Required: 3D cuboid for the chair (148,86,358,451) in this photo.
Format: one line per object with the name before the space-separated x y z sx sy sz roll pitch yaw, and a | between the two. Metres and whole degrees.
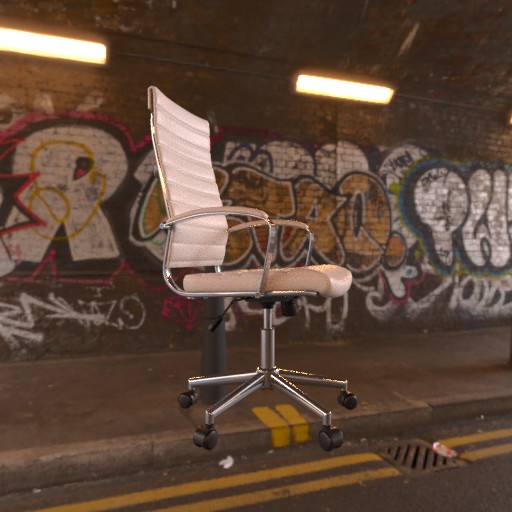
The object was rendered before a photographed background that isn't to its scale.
chair | 0.000 0.000 1.596 0.679 1.149 0.679 0 0 19
